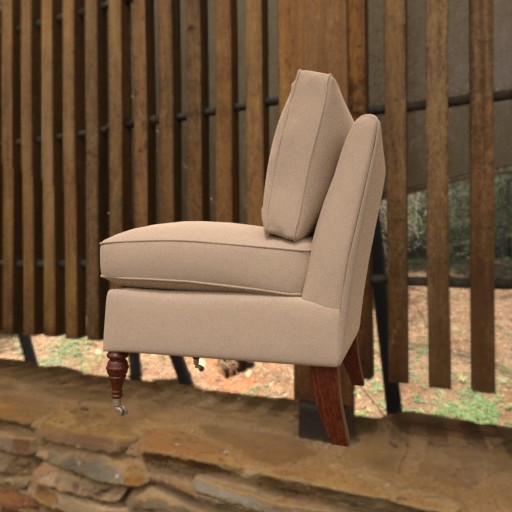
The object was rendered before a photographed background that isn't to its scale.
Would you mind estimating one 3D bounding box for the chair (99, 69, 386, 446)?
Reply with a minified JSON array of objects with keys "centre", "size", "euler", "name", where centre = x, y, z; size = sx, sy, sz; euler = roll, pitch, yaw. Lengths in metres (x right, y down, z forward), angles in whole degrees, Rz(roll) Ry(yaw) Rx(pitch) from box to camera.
[{"centre":[0.000,0.000,1.643],"size":[0.912,1.052,0.724],"euler":[0,-1,18],"name":"chair"}]
